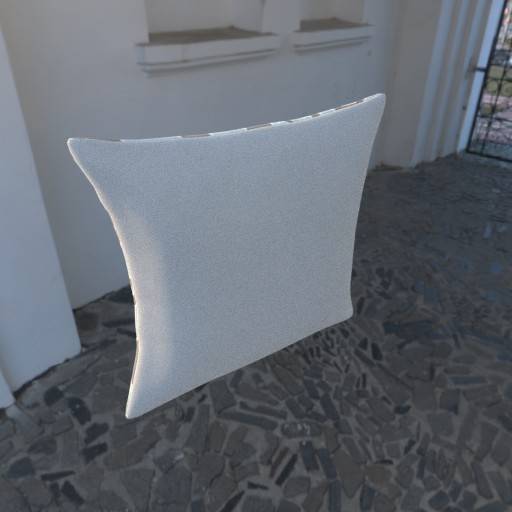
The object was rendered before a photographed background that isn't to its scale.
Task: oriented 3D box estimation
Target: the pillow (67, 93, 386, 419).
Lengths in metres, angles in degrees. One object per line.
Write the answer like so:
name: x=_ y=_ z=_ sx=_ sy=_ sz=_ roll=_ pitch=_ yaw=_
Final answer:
pillow: x=0.000 y=0.000 z=0.796 sx=0.552 sy=0.508 sz=0.166 roll=-18 pitch=35 yaw=-28
